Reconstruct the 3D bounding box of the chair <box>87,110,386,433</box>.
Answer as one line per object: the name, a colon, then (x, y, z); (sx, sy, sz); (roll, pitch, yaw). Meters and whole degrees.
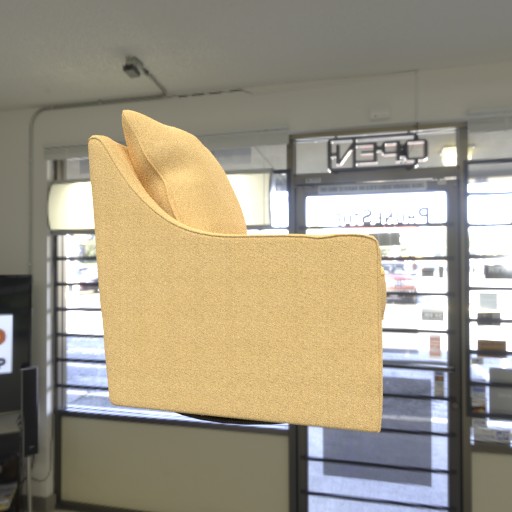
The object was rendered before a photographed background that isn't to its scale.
chair: (0.000, 0.000, 1.561); (0.876, 0.927, 0.760); (0, 0, 16)
